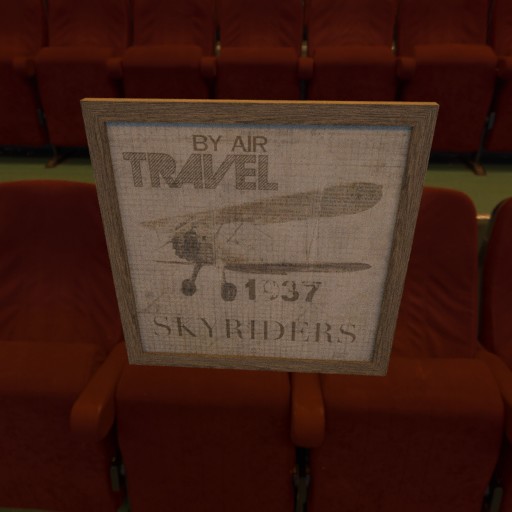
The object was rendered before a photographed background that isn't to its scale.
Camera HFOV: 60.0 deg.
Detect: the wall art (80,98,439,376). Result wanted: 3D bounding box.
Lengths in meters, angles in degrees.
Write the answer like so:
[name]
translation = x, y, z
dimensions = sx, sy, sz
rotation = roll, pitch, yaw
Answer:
[wall art]
translation = 0.000, 0.000, 0.759
dimensions = 0.508, 0.508, 0.019
rotation = 2, 30, 3
